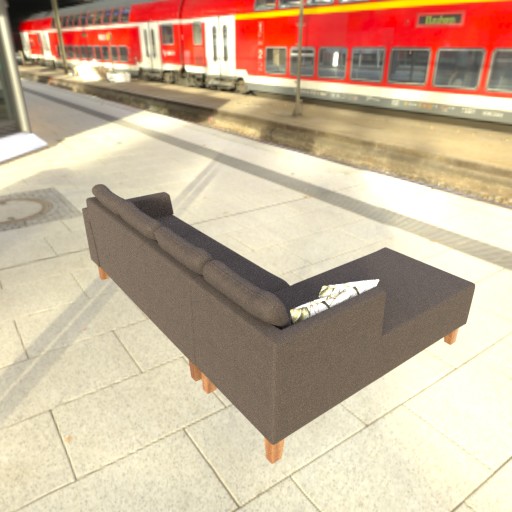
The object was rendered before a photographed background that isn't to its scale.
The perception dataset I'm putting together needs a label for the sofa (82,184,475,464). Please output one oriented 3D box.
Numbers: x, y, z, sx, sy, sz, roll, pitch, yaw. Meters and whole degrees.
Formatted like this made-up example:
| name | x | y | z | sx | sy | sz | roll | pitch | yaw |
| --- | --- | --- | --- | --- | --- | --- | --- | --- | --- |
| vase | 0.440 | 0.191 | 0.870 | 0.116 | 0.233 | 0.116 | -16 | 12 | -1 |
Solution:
| name | x | y | z | sx | sy | sz | roll | pitch | yaw |
| --- | --- | --- | --- | --- | --- | --- | --- | --- | --- |
| sofa | 0.000 | 0.000 | 3.533 | 1.829 | 0.932 | 2.679 | -18 | 31 | -33 |
